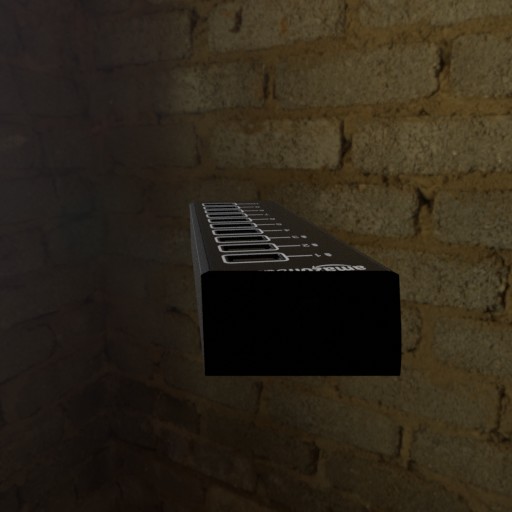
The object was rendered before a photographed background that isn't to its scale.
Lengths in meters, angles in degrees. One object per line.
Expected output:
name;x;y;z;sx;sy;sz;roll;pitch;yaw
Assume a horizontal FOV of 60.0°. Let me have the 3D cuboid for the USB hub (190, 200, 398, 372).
USB hub;0.000;0.000;0.161;0.044;0.023;0.145;-2;14;-9
